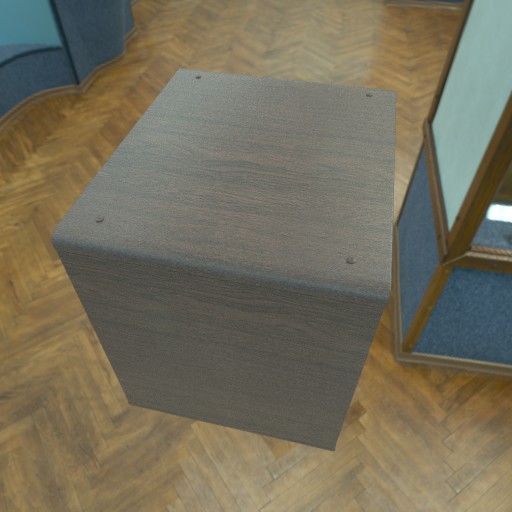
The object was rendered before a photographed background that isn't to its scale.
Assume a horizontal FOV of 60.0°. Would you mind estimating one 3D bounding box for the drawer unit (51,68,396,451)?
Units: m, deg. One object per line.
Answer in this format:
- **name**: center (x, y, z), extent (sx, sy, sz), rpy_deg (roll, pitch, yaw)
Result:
- **drawer unit**: center (0.000, 0.000, 0.599), extent (0.290, 0.344, 0.344), rpy_deg (9, 48, 9)
